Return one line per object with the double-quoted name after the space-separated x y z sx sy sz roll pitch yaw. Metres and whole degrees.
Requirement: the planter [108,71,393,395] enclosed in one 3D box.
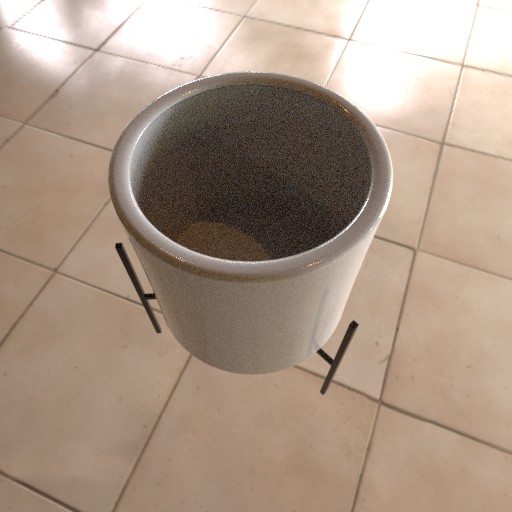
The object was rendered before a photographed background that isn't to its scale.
0.000 0.000 0.724 0.360 0.480 0.361 18 59 11 "planter"
